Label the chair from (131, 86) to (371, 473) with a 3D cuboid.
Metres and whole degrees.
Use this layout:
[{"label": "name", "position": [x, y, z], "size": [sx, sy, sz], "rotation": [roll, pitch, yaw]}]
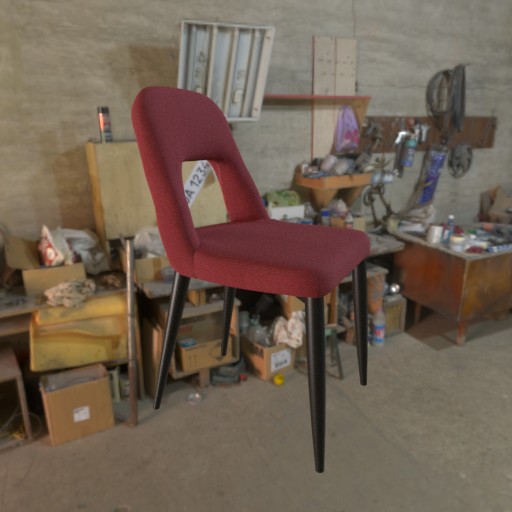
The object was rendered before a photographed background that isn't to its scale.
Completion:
[{"label": "chair", "position": [0.000, 0.000, 1.222], "size": [0.569, 0.892, 0.483], "rotation": [8, 17, 26]}]
